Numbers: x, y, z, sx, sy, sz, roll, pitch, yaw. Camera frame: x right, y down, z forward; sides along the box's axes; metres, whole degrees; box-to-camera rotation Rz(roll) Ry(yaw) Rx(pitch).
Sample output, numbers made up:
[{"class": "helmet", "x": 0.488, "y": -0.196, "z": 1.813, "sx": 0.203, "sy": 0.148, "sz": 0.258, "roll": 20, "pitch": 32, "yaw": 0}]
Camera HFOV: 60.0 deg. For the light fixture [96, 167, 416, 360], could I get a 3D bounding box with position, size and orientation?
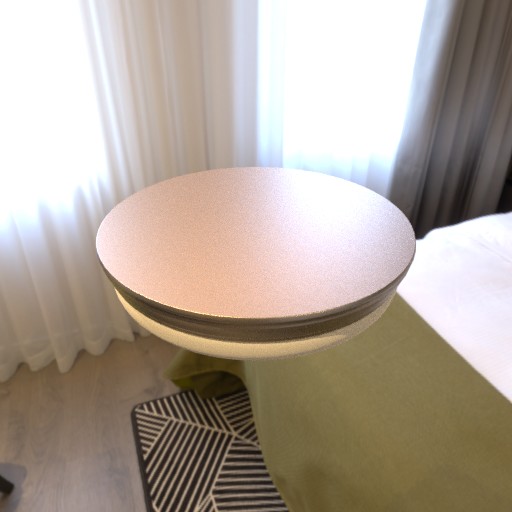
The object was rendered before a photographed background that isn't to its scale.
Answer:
[{"class": "light fixture", "x": 0.000, "y": 0.000, "z": 0.556, "sx": 0.368, "sy": 0.100, "sz": 0.368, "roll": 0, "pitch": 31, "yaw": 0}]
